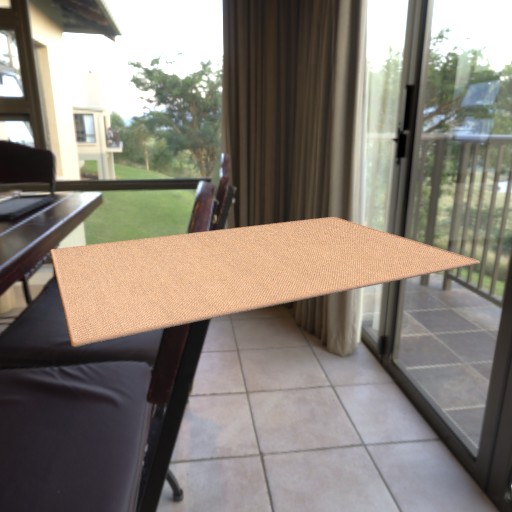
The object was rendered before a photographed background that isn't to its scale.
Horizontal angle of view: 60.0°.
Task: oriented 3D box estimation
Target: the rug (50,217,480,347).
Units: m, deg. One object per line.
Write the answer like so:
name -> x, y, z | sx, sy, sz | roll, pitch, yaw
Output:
rug -> 0.000, 0.000, 2.034 | 1.676, 0.013, 1.067 | -8, 19, -26
